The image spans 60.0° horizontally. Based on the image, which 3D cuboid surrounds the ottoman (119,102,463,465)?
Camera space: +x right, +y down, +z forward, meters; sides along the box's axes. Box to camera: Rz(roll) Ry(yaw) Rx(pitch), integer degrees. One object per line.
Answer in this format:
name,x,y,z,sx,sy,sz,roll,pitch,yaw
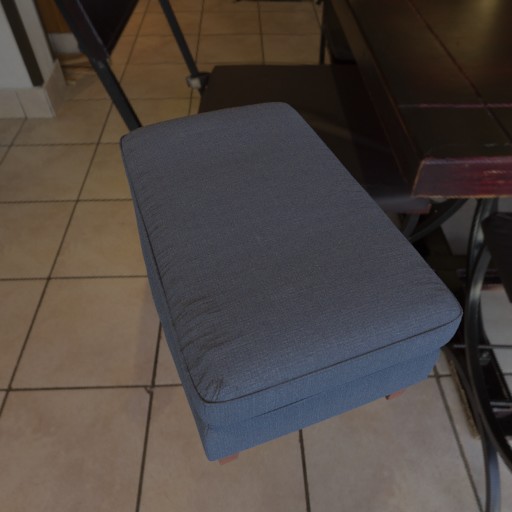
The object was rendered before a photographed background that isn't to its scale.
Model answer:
ottoman,0.000,0.000,1.177,0.570,0.438,0.885,-15,49,-14
